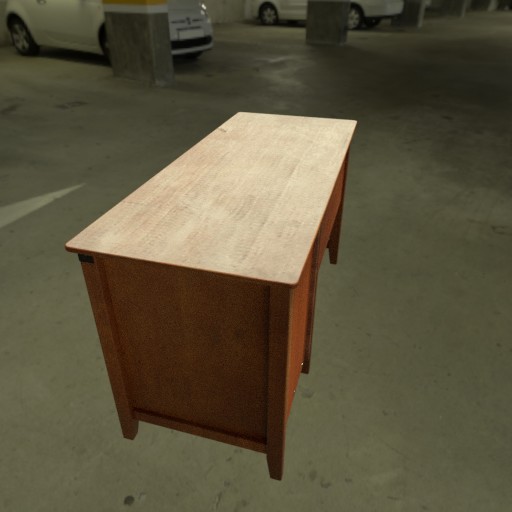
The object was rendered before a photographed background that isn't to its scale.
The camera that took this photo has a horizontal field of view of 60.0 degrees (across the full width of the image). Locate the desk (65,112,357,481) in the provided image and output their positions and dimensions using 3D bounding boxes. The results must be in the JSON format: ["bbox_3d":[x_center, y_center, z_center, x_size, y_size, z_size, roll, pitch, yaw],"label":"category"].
[{"bbox_3d":[0.000,0.000,1.741,0.574,0.756,1.353,9,33,14],"label":"desk"}]
